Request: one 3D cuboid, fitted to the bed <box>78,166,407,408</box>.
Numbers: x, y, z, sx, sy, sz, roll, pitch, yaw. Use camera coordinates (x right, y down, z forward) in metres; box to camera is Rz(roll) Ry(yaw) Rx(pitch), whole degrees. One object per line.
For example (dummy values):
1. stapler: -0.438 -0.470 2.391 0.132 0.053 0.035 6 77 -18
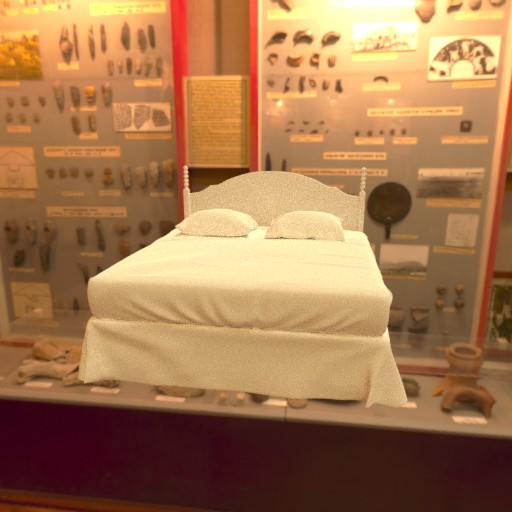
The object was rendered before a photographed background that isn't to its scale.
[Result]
1. bed: 0.000 0.000 3.738 2.322 1.355 2.219 2 15 9
